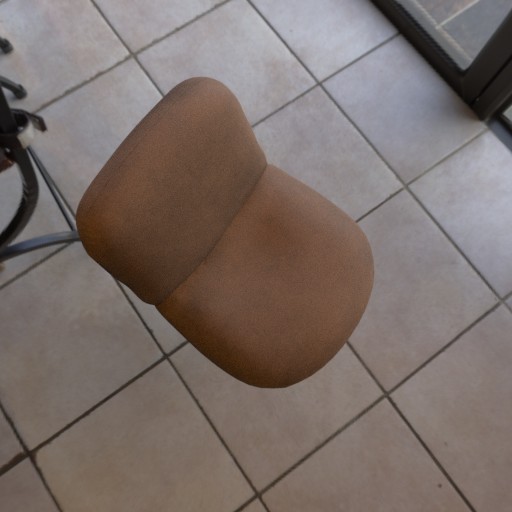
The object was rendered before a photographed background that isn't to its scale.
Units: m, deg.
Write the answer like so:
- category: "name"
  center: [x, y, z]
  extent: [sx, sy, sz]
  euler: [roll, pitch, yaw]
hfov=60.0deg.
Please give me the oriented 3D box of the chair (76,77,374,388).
- category: "chair"
  center: [0.000, 0.000, 1.028]
  extent: [0.597, 0.594, 0.521]
  euler: [35, 80, 7]
